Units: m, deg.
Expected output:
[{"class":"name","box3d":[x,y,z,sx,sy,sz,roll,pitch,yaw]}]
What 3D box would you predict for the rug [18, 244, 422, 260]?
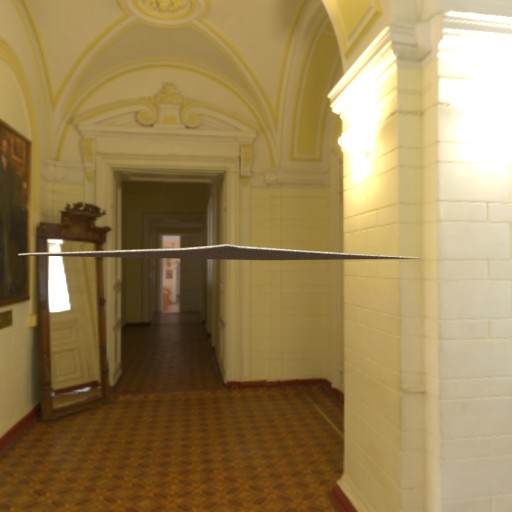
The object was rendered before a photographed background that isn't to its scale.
[{"class":"rug","box3d":[0.000,0.000,3.031,1.527,0.021,2.447,-1,-2,36]}]
